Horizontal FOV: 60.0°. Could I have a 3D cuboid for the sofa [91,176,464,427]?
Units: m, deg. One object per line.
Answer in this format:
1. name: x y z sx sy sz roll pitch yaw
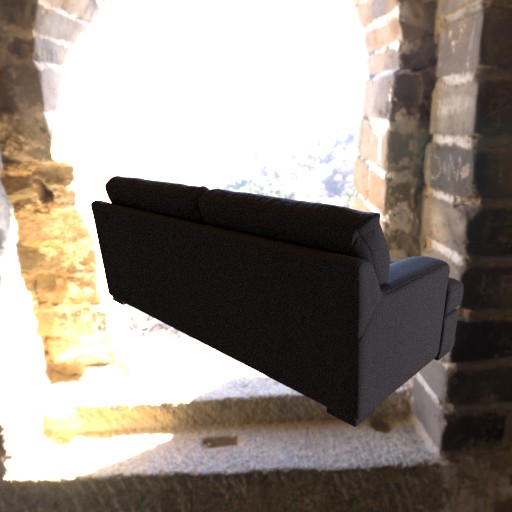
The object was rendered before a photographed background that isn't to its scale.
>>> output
1. sofa: 0.000 0.000 2.853 2.271 0.950 1.140 15 22 43
